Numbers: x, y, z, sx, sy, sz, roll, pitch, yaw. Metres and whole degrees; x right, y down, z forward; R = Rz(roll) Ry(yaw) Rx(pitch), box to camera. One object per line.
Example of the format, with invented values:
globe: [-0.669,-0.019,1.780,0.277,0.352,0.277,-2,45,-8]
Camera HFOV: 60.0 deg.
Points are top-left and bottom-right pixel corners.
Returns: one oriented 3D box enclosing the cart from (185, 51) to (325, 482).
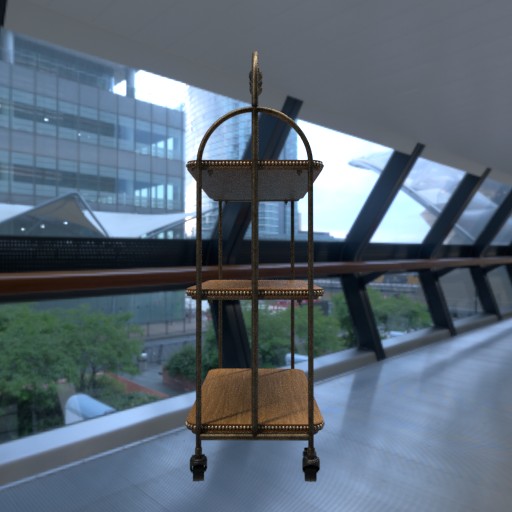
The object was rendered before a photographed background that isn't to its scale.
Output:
cart: [0.000,0.000,1.318,0.330,1.052,0.650,0,-1,0]
